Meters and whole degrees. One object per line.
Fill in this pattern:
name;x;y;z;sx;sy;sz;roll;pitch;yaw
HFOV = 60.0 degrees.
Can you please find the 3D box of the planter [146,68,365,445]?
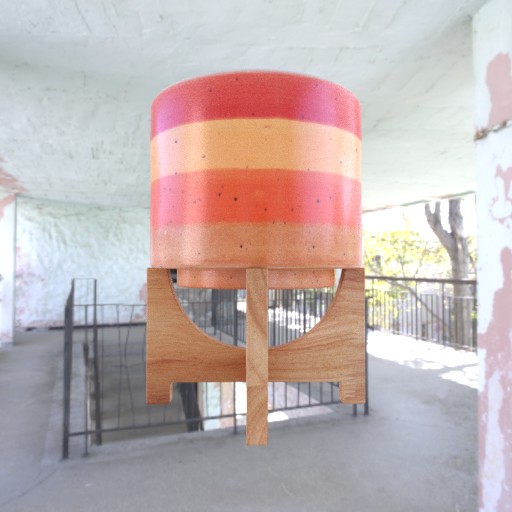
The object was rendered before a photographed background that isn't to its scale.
planter;0.000;0.000;0.410;0.199;0.268;0.199;0;-1;0
